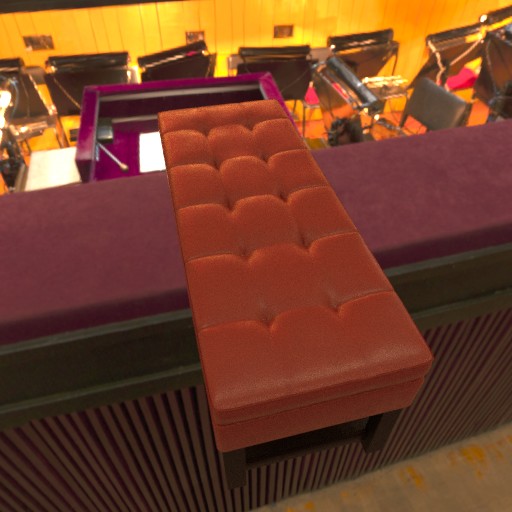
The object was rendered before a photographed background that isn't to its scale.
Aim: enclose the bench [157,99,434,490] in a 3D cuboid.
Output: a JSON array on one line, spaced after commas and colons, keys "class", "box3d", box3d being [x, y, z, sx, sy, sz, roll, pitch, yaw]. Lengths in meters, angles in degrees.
[{"class": "bench", "box3d": [0.000, 0.000, 1.309, 0.432, 0.460, 1.105, -10, 46, -10]}]
